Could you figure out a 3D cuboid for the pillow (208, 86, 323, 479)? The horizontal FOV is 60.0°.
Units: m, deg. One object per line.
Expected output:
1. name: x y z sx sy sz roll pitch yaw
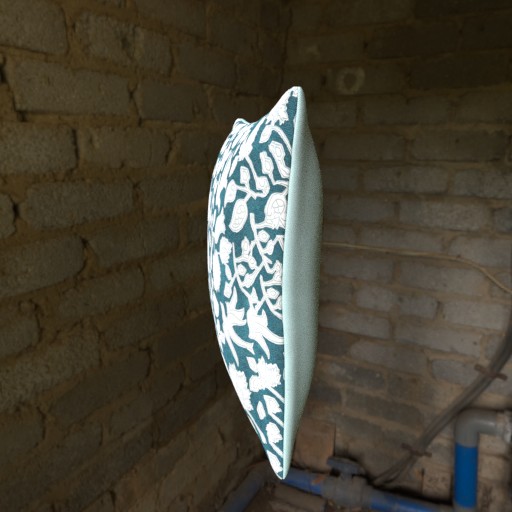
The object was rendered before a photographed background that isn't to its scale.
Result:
1. pillow: 0.000 0.000 0.796 0.166 0.508 0.525 -2 14 -9
